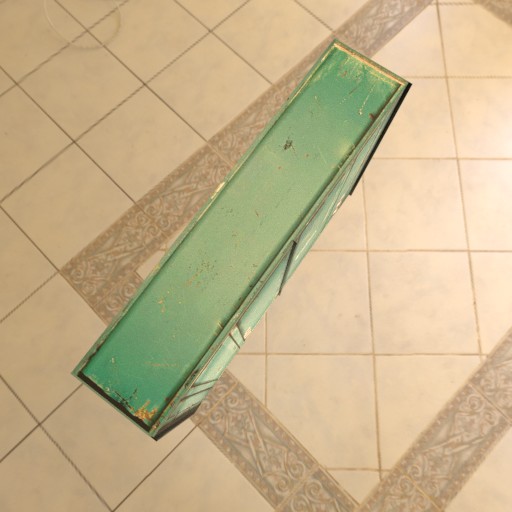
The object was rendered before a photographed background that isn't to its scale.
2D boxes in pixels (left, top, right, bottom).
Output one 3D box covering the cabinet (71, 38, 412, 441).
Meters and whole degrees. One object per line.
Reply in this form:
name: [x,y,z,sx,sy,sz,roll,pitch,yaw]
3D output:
cabinet: [0.000,0.000,4.039,0.680,2.160,3.001,35,78,8]
